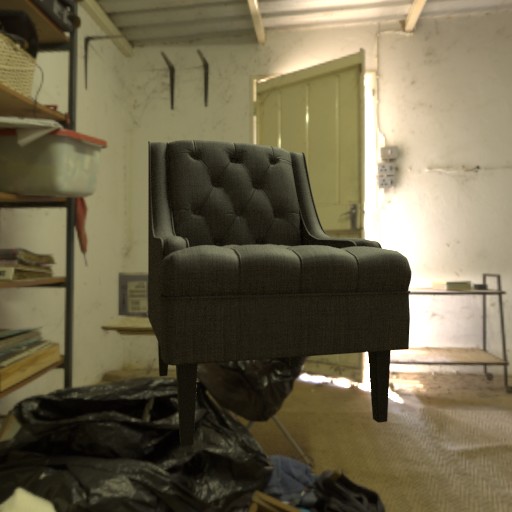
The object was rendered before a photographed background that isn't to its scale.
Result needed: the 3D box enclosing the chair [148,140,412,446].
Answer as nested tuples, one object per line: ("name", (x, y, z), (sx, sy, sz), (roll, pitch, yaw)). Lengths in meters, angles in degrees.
("chair", (0.000, 0.000, 1.414), (0.655, 0.891, 0.771), (0, 0, -17))
